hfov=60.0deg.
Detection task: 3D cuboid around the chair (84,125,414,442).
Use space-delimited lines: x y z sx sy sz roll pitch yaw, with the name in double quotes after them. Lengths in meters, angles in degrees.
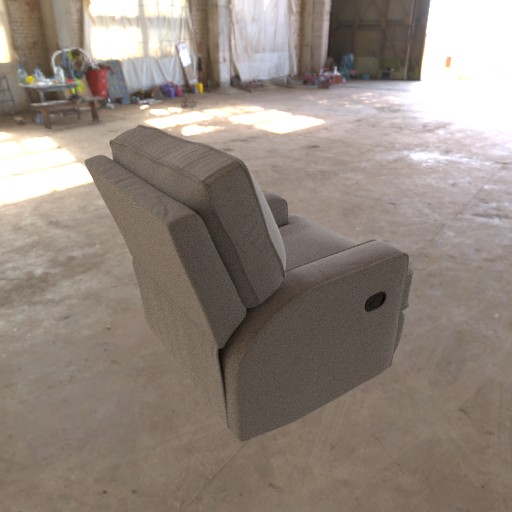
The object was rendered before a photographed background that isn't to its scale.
0.000 0.000 1.683 0.969 0.964 0.861 -16 30 -30 "chair"
